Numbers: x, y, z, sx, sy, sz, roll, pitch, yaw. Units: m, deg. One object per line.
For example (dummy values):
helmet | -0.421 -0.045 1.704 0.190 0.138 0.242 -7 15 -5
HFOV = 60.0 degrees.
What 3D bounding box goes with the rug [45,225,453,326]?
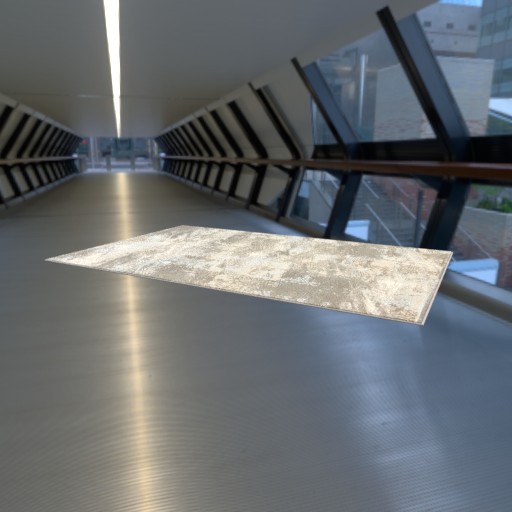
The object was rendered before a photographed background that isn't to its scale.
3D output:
rug | 0.000 0.000 3.113 2.431 0.012 1.536 7 15 27
